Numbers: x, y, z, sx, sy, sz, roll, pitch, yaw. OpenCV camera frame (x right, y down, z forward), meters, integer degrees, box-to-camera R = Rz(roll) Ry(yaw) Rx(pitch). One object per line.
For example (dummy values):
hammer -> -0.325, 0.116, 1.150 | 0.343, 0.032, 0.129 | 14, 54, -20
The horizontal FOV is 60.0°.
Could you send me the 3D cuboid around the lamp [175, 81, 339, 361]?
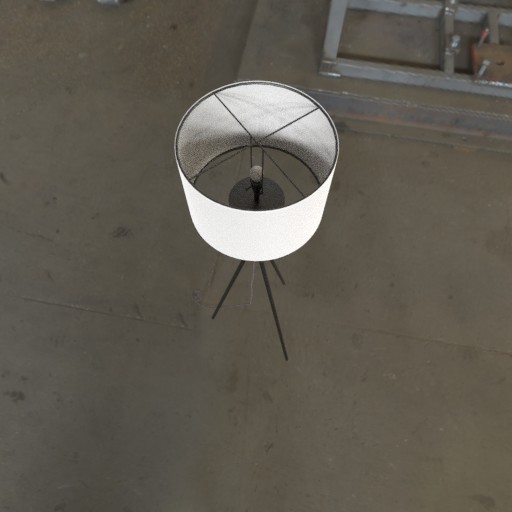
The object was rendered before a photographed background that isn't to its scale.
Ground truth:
lamp -> 0.000, 0.000, 1.916 | 0.522, 1.624, 0.667 | -32, 69, -14
